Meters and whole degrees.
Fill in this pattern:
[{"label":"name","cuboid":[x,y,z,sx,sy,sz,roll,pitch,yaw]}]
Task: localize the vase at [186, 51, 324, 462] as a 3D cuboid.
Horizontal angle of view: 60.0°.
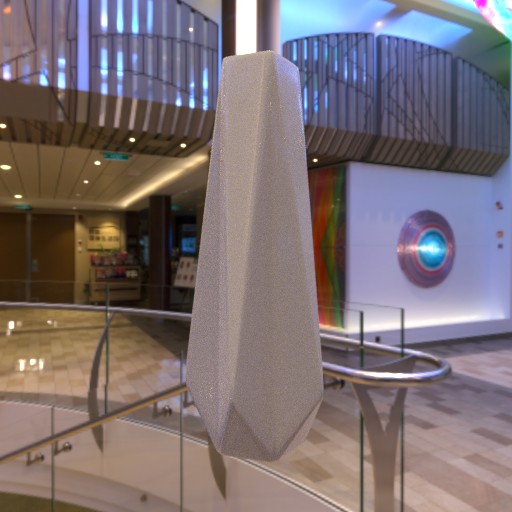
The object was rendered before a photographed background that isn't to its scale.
[{"label":"vase","cuboid":[0.000,0.000,0.383,0.122,0.329,0.116,0,0,18]}]
